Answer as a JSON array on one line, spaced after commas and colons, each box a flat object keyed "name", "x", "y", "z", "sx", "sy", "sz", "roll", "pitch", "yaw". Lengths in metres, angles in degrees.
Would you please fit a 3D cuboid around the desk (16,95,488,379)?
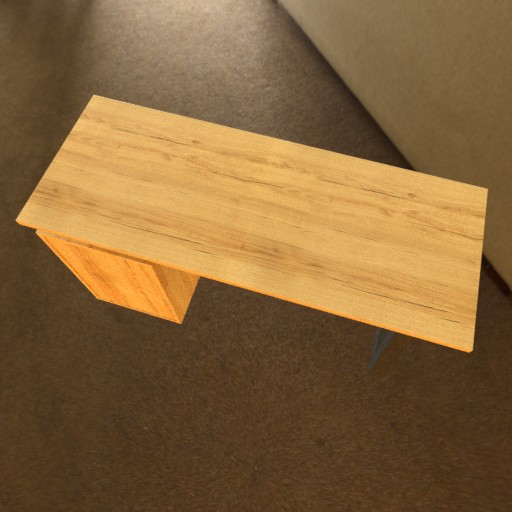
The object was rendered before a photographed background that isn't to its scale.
[{"name": "desk", "x": 0.000, "y": 0.000, "z": 1.750, "sx": 1.400, "sy": 0.760, "sz": 0.550, "roll": 15, "pitch": 65, "yaw": 7}]
